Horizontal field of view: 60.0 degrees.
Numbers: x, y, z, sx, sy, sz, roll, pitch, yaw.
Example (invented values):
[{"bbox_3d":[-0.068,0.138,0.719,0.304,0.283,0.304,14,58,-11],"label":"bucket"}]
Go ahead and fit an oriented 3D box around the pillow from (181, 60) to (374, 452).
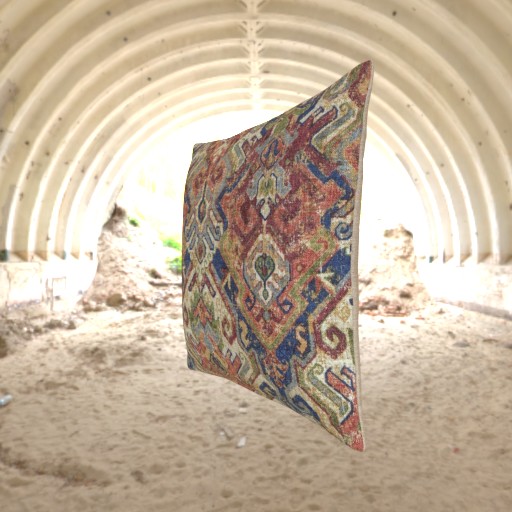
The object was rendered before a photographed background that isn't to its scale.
[{"bbox_3d":[0.000,0.000,0.785,0.166,0.506,0.523,0,0,-34],"label":"pillow"}]
